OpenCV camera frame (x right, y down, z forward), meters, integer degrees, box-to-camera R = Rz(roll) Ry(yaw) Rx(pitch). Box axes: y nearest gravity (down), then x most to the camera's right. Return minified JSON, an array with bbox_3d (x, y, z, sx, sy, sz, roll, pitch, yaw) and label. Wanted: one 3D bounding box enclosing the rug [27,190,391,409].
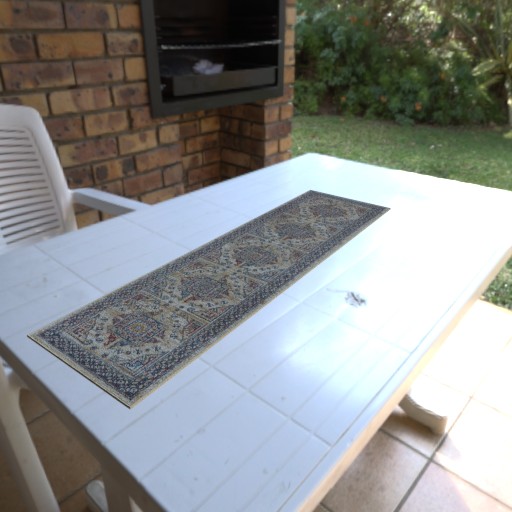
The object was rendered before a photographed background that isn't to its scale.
[{"bbox_3d":[0.000,0.000,2.480,0.661,0.013,2.297,19,33,32],"label":"rug"}]
